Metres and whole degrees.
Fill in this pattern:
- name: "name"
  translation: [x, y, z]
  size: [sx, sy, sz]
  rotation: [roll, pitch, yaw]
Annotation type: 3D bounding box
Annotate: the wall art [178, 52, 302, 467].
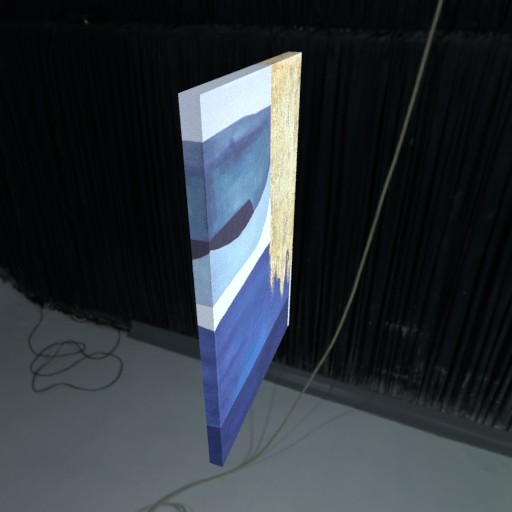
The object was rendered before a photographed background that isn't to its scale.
- name: "wall art"
  translation: [0.000, 0.000, 1.155]
  size: [0.039, 0.911, 0.607]
  rotation: [10, 32, 17]
